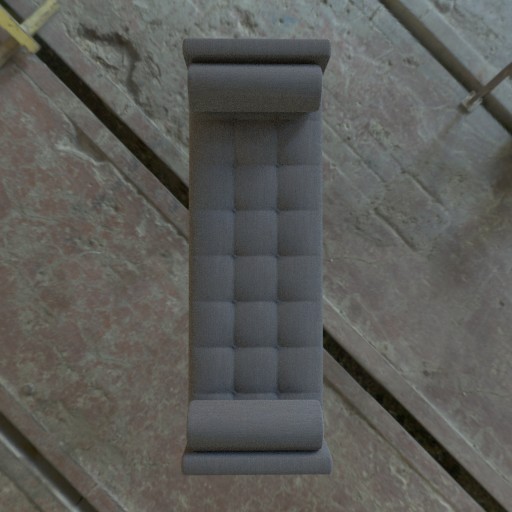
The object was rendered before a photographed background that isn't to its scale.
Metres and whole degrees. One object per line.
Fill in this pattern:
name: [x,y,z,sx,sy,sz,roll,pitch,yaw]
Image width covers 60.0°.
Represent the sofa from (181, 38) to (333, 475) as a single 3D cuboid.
sofa: [0.000,0.000,2.301,0.686,0.635,1.981,0,89,-1]
